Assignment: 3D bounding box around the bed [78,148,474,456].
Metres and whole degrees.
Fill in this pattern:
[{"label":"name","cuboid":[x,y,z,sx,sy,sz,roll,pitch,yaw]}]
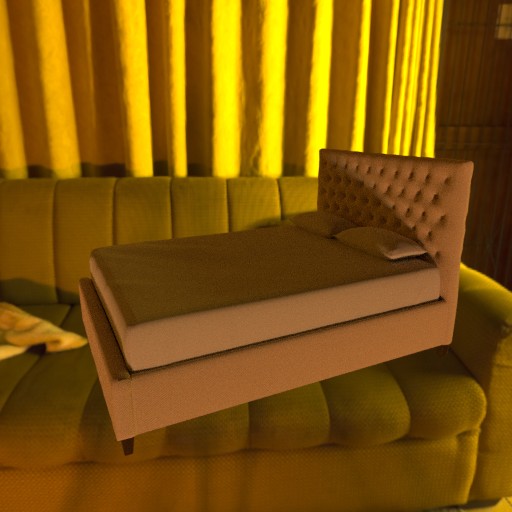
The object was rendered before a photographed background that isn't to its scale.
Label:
[{"label":"bed","cuboid":[0.000,0.000,3.285,2.387,1.427,1.698,-8,18,-25]}]
